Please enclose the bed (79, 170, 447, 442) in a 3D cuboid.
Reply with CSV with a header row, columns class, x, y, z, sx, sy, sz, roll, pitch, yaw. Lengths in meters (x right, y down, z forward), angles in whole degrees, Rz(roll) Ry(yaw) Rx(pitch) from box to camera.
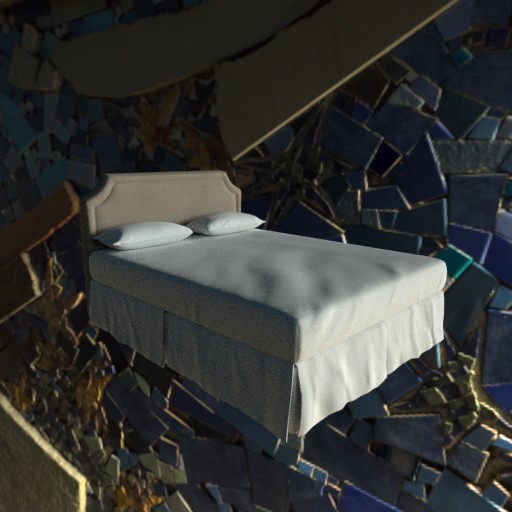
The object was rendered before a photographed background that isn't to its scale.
class,x,y,z,sx,sy,sz,roll,pitch,yaw
bed,0.000,0.000,3.641,2.498,1.293,1.977,12,18,43
